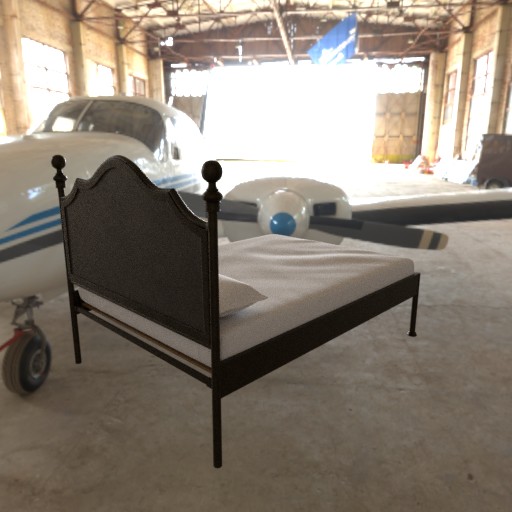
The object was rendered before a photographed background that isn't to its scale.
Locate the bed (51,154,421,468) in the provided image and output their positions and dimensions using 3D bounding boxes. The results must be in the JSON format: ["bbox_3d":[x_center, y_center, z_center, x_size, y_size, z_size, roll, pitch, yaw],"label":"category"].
[{"bbox_3d":[0.000,0.000,3.301,1.642,1.499,2.224,13,19,42],"label":"bed"}]
